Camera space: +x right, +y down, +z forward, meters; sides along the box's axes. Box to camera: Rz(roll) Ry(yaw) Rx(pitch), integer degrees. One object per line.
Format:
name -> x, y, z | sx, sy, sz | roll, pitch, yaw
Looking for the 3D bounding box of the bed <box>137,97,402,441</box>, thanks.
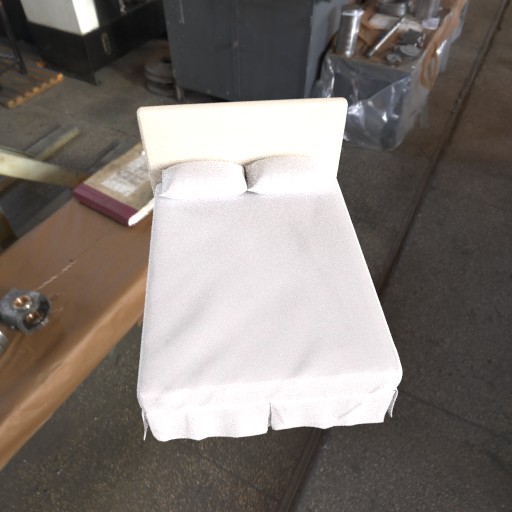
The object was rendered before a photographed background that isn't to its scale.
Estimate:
bed -> 0.000, 0.000, 3.255 | 1.713, 1.330, 2.142 | -4, 48, -4
